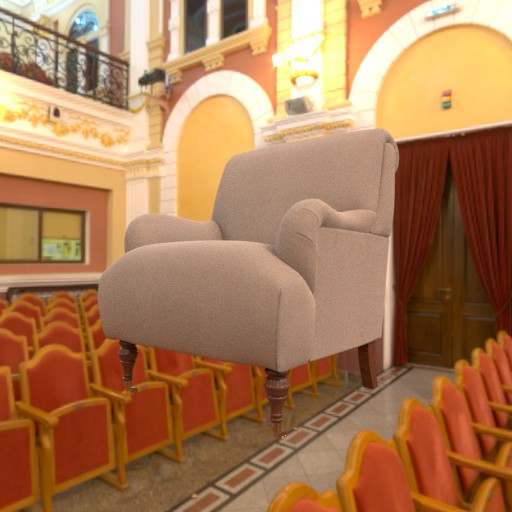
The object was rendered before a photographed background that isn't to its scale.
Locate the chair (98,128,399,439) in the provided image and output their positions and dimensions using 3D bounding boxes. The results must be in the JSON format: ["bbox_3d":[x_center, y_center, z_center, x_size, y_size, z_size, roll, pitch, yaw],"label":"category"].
[{"bbox_3d":[0.000,0.000,1.557,0.766,0.942,0.842,0,0,38],"label":"chair"}]
